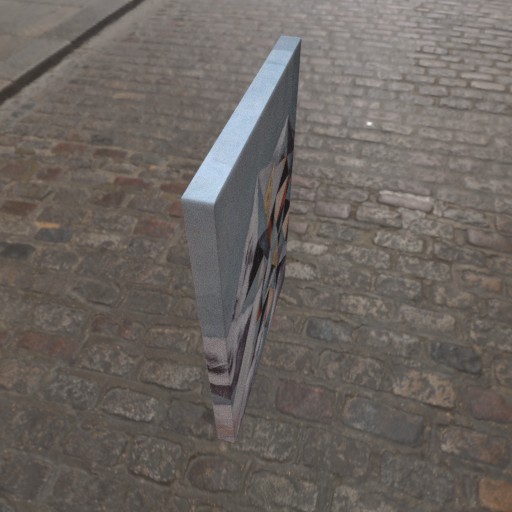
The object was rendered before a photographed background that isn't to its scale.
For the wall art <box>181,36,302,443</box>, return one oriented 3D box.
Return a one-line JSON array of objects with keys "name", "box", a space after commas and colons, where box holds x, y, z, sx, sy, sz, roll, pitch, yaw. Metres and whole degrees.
[{"name": "wall art", "box": [0.000, 0.000, 0.814, 0.037, 0.613, 0.455, 11, 47, 10]}]
